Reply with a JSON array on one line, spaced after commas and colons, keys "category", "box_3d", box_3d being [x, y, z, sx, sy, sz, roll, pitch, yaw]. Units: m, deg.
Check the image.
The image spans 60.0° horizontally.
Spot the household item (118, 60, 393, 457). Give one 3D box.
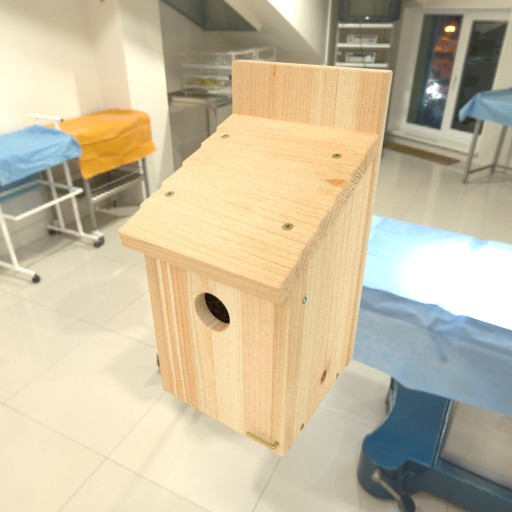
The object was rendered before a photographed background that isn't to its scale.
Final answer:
[{"category": "household item", "box_3d": [0.000, 0.000, 0.395, 0.149, 0.300, 0.171, 18, 34, 29]}]
